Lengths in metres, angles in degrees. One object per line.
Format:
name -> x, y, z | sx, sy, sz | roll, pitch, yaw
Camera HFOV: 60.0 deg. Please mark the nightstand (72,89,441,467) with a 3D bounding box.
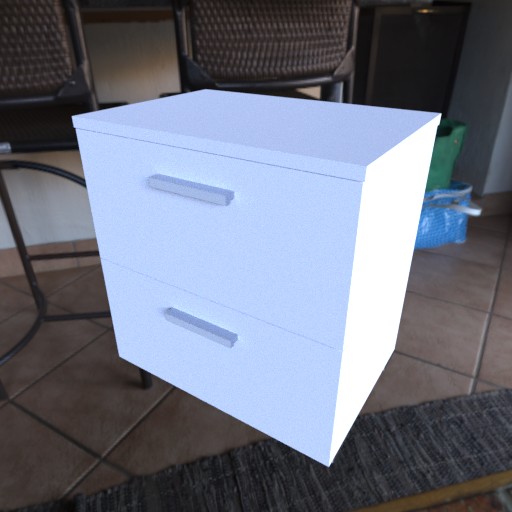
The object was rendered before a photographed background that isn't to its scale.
nightstand -> 0.000, 0.000, 0.749 | 0.441, 0.460, 0.325 | 17, 33, 28
